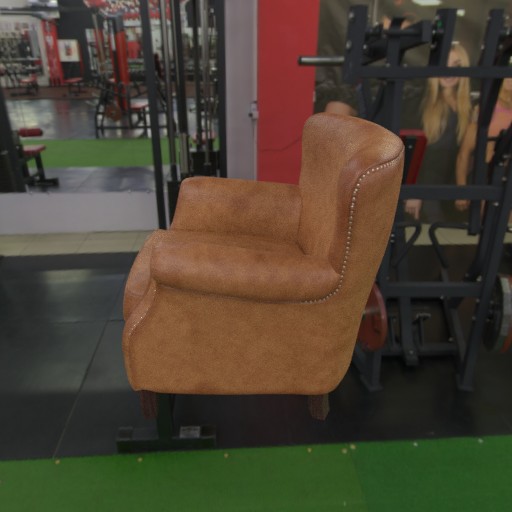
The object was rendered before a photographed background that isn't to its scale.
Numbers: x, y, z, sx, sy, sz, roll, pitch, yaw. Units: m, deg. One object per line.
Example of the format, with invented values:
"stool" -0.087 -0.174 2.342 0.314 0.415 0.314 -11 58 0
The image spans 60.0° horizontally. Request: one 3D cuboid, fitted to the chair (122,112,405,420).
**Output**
"chair" 0.000 0.000 1.646 0.921 0.936 0.861 -1 26 -1
